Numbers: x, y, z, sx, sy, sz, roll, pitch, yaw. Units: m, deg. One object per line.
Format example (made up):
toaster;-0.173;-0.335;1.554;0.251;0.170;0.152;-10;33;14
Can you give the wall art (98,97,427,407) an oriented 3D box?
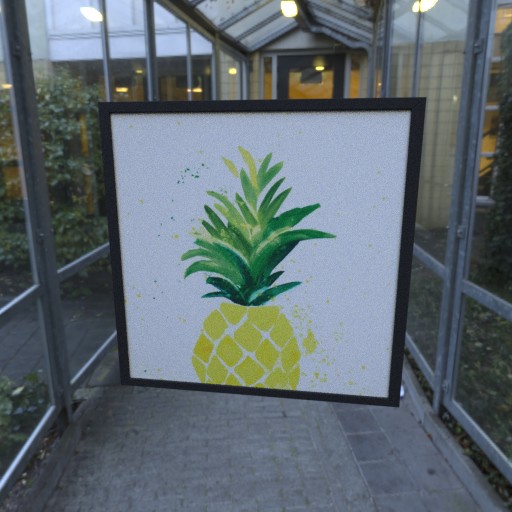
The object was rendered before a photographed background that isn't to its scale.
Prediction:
wall art;0.000;0.000;0.460;0.305;0.304;0.033;2;14;8
